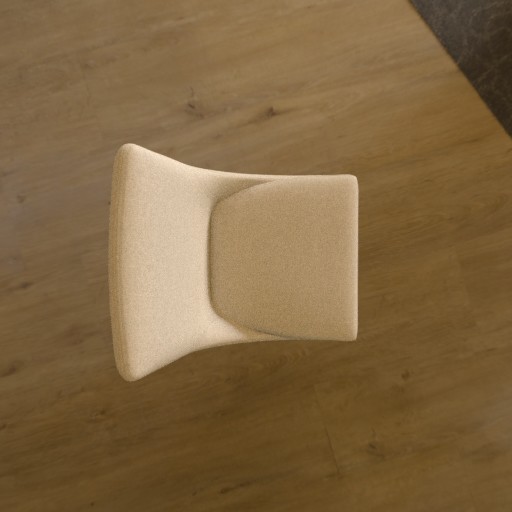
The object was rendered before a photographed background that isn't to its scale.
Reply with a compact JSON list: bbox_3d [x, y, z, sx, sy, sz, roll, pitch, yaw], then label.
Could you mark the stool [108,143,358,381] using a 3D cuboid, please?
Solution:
[{"bbox_3d":[0.000,0.000,1.358,0.559,1.092,0.470,0,91,0],"label":"stool"}]
